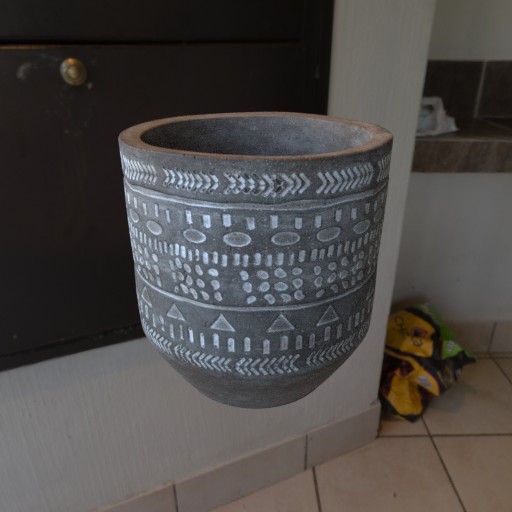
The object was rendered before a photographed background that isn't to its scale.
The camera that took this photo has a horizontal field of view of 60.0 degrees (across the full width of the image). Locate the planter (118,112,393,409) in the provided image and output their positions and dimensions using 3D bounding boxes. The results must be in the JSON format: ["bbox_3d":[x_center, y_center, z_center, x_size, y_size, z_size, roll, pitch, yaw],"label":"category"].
[{"bbox_3d":[0.000,0.000,0.266,0.142,0.149,0.142,0,25,0],"label":"planter"}]
